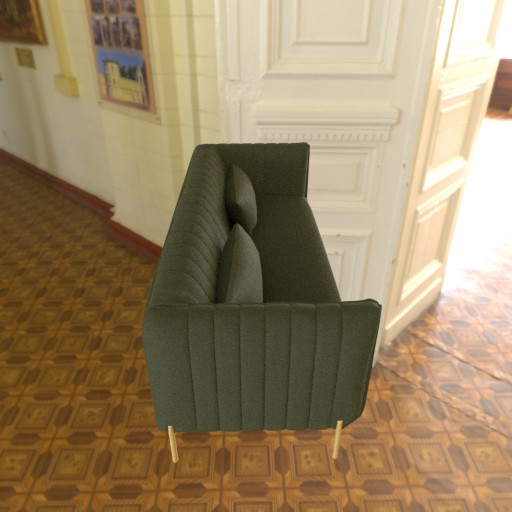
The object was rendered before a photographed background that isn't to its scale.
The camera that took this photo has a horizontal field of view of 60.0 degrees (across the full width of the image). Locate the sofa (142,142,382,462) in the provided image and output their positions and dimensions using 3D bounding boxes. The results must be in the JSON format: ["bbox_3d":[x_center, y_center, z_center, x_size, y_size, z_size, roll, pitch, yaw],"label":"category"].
[{"bbox_3d":[0.000,0.000,2.612,0.896,0.793,2.137,-1,30,-1],"label":"sofa"}]
